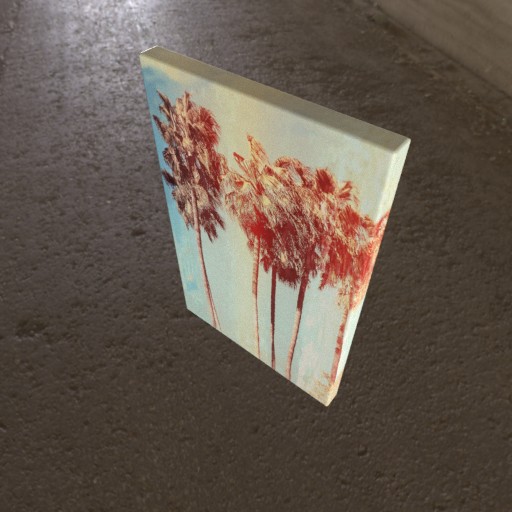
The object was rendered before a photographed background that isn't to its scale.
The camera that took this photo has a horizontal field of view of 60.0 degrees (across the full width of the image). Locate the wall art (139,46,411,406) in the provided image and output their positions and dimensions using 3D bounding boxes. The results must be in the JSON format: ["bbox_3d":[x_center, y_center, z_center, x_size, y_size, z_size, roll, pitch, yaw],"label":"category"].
[{"bbox_3d":[0.000,0.000,0.778,0.401,0.610,0.038,30,54,25],"label":"wall art"}]
